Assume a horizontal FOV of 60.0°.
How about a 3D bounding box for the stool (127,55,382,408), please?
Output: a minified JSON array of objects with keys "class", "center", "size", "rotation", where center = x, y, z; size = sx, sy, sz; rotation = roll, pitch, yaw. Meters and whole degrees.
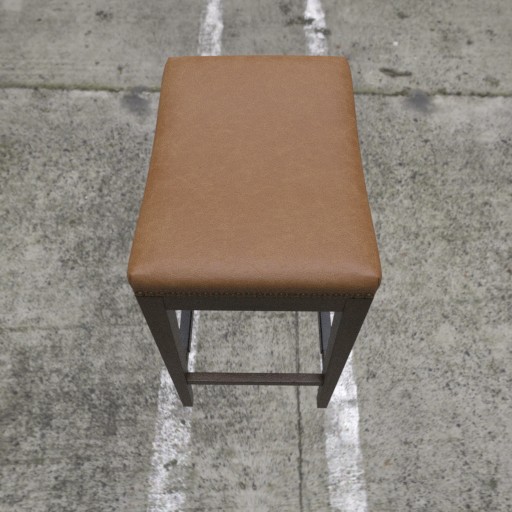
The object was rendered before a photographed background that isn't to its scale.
[{"class":"stool","center":[0.000,0.000,0.966],"size":[0.361,0.660,0.500],"rotation":[1,59,0]}]
